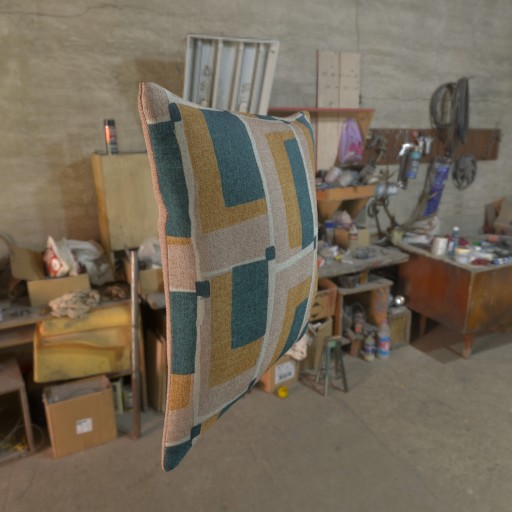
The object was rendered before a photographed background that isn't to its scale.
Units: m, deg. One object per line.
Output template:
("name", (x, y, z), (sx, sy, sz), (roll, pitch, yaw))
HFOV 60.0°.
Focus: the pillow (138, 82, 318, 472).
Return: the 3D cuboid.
("pillow", (0.000, 0.000, 0.718), (0.158, 0.479, 0.478), (7, 16, 27))
